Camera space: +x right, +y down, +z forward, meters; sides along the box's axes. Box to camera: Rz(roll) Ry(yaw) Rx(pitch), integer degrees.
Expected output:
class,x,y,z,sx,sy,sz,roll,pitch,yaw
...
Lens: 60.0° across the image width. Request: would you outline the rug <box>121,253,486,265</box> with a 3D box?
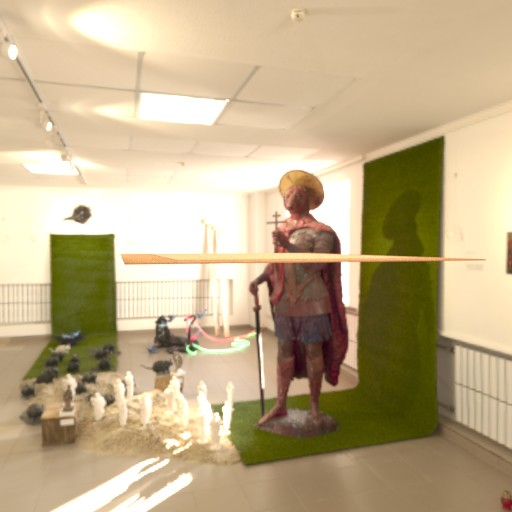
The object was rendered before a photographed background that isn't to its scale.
class,x,y,z,sx,sy,sz,roll,pitch,yaw
rug,0.000,0.000,4.208,2.438,0.014,3.048,0,1,-17
